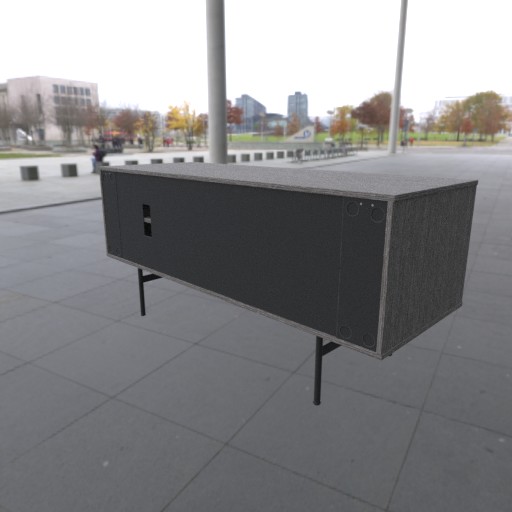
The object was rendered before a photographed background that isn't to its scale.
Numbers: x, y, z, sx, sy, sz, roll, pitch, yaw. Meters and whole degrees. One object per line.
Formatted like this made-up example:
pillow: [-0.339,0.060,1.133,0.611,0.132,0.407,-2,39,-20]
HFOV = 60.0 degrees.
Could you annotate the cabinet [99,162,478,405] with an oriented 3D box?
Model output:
cabinet: [0.000,0.000,1.602,1.300,0.599,0.500,14,21,43]
